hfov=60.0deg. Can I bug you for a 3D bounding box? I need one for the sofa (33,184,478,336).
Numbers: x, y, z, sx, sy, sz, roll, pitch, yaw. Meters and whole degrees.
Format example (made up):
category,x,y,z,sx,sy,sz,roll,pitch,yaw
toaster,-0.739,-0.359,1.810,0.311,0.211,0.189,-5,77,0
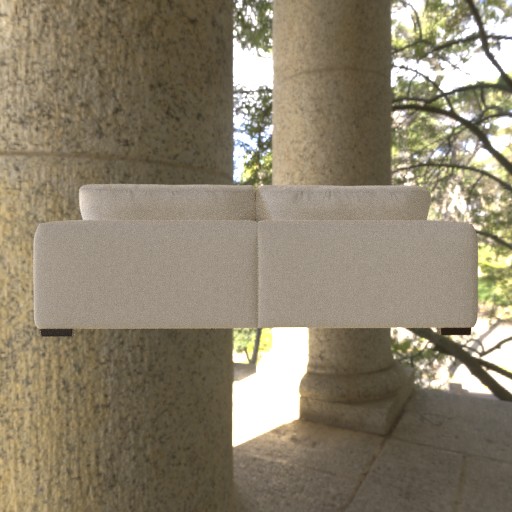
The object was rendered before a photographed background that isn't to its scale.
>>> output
category,x,y,z,sx,sy,sz,roll,pitch,yaw
sofa,0.000,0.000,2.752,2.262,0.801,1.070,0,1,-1
